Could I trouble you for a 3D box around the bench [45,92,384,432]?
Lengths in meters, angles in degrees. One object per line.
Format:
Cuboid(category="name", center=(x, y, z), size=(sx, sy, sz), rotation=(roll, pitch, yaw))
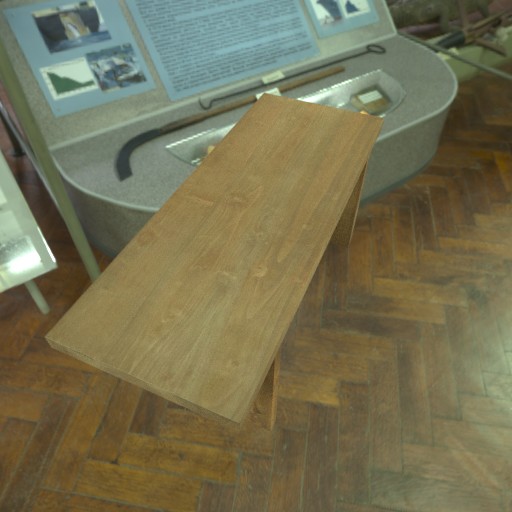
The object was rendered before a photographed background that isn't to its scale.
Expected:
Cuboid(category="bench", center=(0.000, 0.000, 1.414), size=(0.458, 0.458, 1.183), rotation=(18, 50, 16))
